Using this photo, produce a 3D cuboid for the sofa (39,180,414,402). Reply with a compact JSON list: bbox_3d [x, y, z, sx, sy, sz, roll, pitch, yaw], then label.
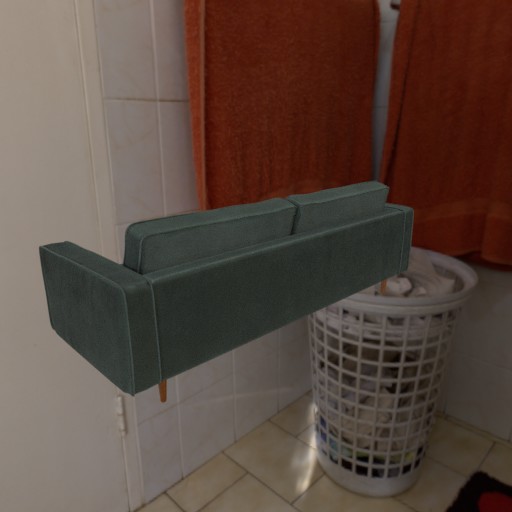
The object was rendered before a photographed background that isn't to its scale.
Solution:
[{"bbox_3d":[0.000,0.000,2.669,2.214,0.781,0.886,-16,23,-41],"label":"sofa"}]
